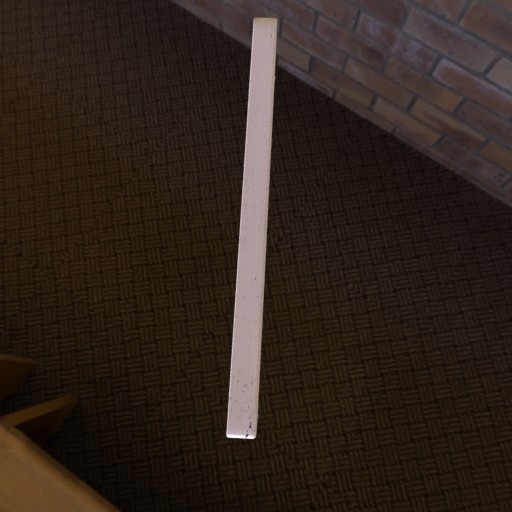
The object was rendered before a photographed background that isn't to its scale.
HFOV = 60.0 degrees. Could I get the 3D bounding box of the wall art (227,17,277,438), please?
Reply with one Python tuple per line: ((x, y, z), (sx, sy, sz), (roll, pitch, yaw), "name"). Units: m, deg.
((0.000, 0.000, 0.906), (0.040, 0.611, 0.610), (3, 76, 1), "wall art")
